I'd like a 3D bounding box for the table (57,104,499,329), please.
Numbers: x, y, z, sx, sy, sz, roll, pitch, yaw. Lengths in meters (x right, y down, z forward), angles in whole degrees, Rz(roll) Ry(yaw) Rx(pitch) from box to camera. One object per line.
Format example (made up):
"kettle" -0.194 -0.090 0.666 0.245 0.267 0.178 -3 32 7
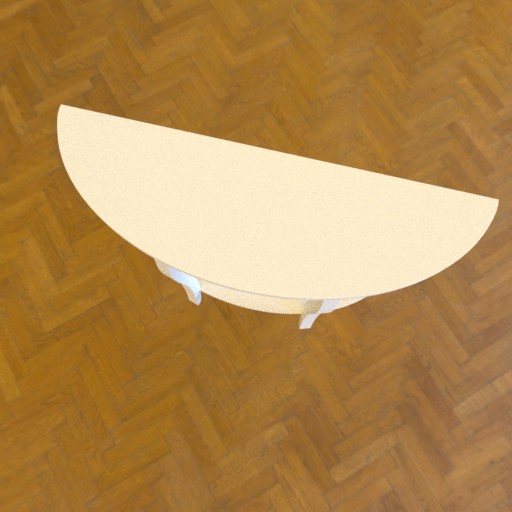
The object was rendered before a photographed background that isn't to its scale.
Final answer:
"table" 0.000 0.000 1.530 1.219 0.780 0.394 13 75 4
